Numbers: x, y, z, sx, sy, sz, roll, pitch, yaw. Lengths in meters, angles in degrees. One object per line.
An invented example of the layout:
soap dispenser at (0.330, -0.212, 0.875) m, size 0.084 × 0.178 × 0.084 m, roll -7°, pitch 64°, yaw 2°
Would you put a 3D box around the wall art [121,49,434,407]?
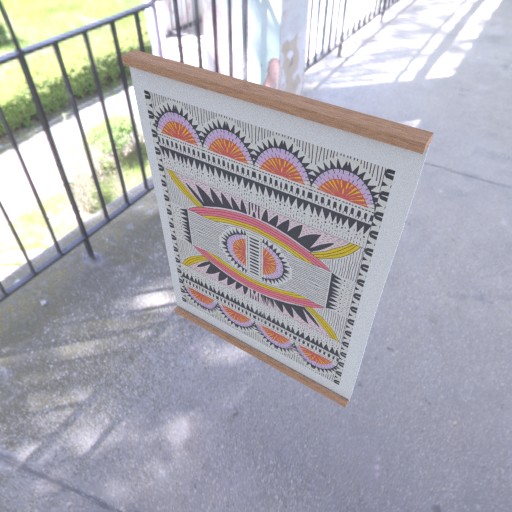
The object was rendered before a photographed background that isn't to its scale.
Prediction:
wall art at (0.000, 0.000, 0.787) m, size 0.456 × 0.609 × 0.028 m, roll 24°, pitch 50°, yaw 23°
